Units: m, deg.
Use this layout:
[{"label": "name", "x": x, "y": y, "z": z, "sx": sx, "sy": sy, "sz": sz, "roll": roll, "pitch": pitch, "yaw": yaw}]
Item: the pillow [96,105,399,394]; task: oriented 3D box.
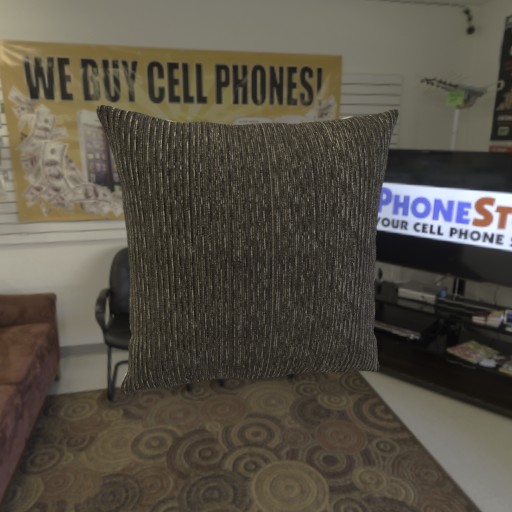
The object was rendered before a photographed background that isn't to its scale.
[{"label": "pillow", "x": 0.000, "y": 0.000, "z": 0.678, "sx": 0.433, "sy": 0.434, "sz": 0.196, "roll": -2, "pitch": 15, "yaw": -9}]
